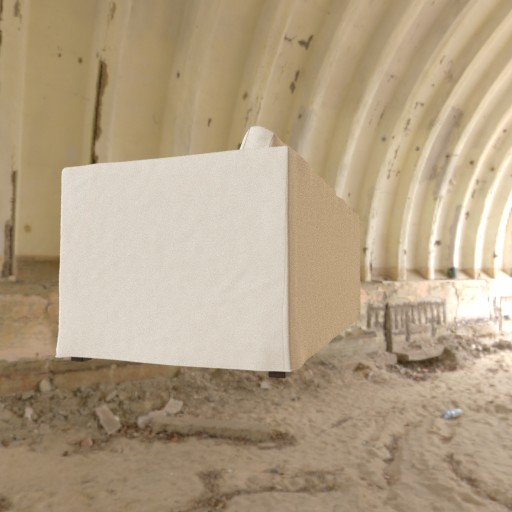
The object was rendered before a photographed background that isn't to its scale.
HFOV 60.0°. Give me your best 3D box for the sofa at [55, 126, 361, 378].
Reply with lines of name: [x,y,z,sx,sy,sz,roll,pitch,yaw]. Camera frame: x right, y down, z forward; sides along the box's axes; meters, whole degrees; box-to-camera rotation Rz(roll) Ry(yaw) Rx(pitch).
sofa: [0.000,0.000,2.456,0.940,0.870,1.987,-1,-2,20]
